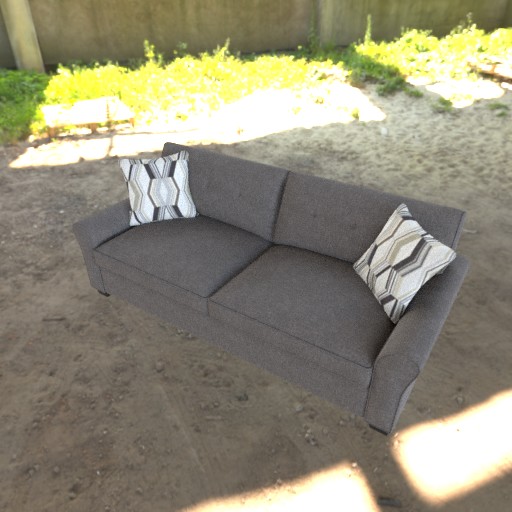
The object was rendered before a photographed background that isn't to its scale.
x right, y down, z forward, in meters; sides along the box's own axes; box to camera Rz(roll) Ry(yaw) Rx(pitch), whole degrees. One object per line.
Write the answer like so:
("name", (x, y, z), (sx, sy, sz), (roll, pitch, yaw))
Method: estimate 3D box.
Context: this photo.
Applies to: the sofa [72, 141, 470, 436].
("sofa", (0.000, 0.000, 2.457), (2.032, 0.813, 0.889), (19, 37, 28))
